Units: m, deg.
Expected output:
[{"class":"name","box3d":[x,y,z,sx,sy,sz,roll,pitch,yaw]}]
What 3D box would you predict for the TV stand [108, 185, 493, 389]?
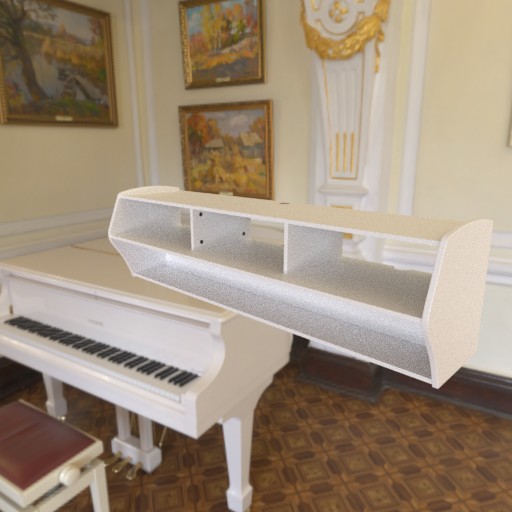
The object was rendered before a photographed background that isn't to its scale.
[{"class":"TV stand","box3d":[0.000,0.000,1.650,1.473,0.424,0.397,13,19,42]}]
